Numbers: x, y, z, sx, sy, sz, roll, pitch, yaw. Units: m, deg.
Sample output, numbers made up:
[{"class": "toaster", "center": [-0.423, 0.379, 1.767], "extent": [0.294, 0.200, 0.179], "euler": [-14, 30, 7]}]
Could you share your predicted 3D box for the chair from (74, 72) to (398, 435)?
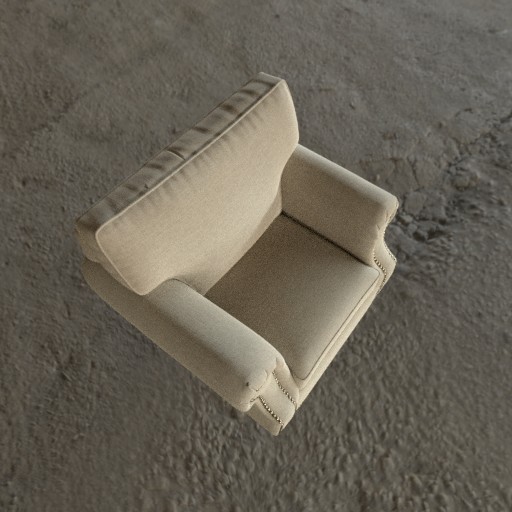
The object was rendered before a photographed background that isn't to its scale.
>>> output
[{"class": "chair", "center": [0.000, 0.000, 1.865], "extent": [0.965, 0.961, 1.092], "euler": [33, 64, 19]}]
